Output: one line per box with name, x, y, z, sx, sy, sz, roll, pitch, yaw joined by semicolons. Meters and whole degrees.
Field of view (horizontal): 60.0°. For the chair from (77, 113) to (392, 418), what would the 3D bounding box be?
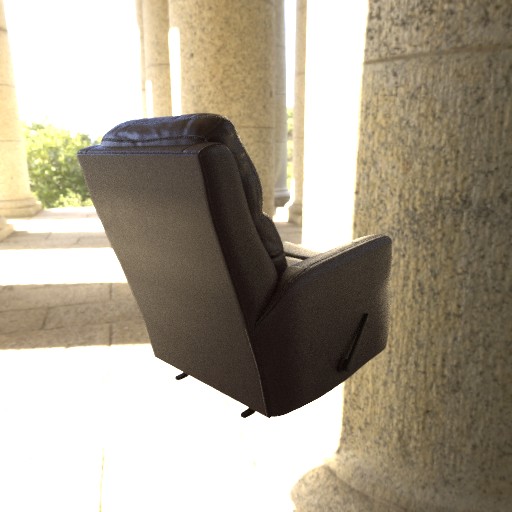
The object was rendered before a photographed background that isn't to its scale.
chair;0.000;0.000;1.773;0.829;1.030;1.080;12;18;42
